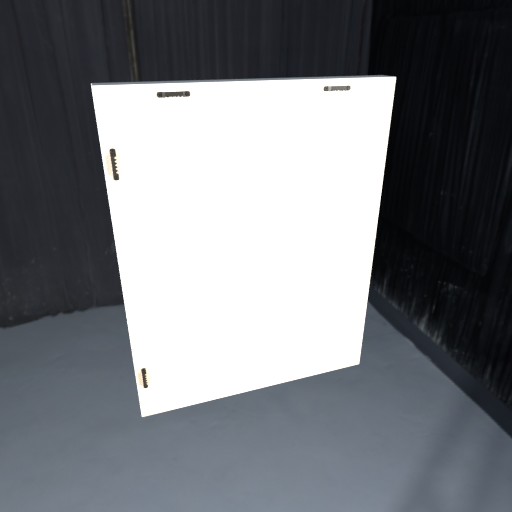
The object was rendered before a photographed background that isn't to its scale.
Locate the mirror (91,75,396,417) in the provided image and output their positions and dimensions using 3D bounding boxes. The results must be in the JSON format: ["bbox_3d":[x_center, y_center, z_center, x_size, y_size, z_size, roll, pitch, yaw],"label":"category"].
[{"bbox_3d":[0.000,0.000,0.687,0.406,0.509,0.041,-9,27,-17],"label":"mirror"}]
